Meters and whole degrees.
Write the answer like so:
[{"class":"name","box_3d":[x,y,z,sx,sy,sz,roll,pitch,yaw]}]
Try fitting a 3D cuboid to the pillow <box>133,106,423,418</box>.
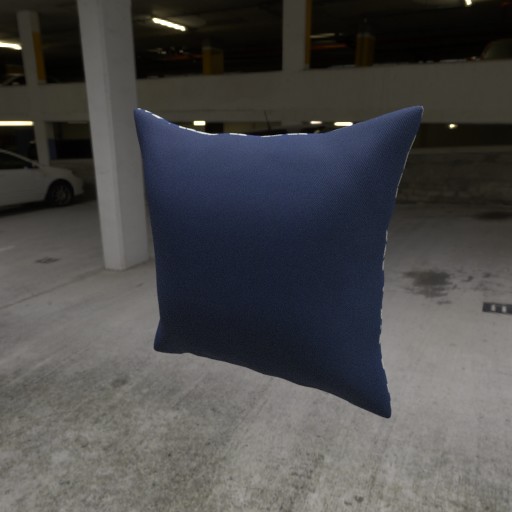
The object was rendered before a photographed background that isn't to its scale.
[{"class":"pillow","box_3d":[0.000,0.000,0.774,0.504,0.494,0.188,9,19,26]}]
